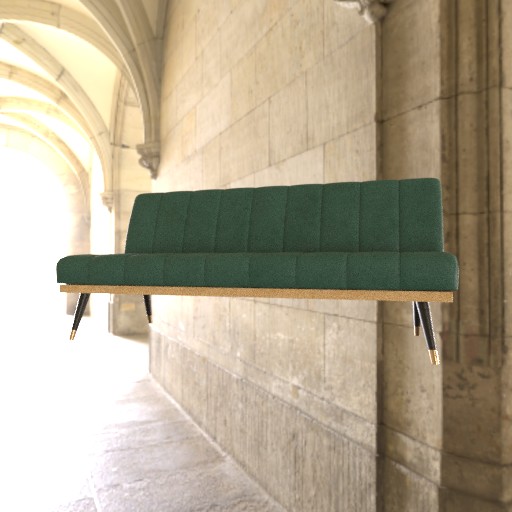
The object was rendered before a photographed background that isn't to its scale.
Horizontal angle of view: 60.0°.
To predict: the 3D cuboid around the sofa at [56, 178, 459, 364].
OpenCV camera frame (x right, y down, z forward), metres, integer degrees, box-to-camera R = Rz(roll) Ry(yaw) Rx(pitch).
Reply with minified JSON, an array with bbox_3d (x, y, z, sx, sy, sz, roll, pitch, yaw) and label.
[{"bbox_3d":[0.000,0.000,2.261,1.810,0.820,0.830,0,-1,18],"label":"sofa"}]
